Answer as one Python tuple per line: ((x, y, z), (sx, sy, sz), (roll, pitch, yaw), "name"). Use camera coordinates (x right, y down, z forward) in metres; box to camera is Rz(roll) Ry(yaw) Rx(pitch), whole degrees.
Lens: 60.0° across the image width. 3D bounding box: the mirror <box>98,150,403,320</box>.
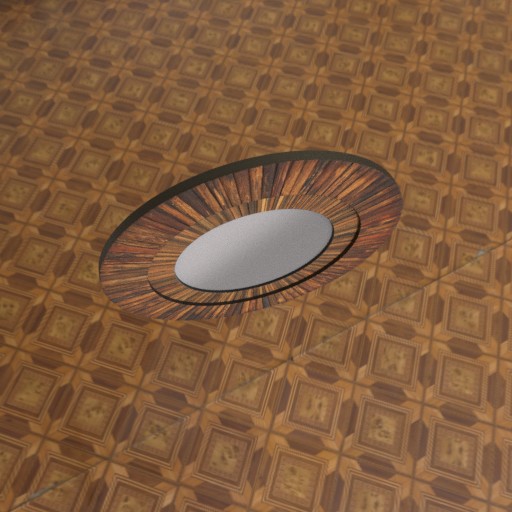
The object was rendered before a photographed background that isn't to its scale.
((0.000, 0.000, 1.603), (1.077, 1.077, 0.036), (-14, 64, -7), "mirror")
